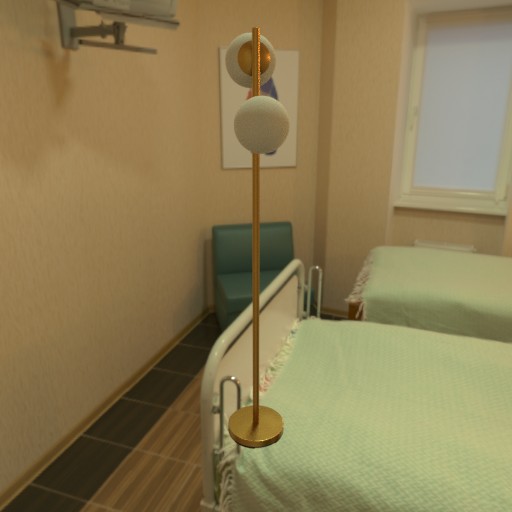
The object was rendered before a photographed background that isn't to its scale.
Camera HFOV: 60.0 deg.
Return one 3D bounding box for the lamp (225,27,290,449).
[{"bbox_3d":[0.000,0.000,1.759,0.249,1.641,0.419,-3,17,-10],"label":"lamp"}]
